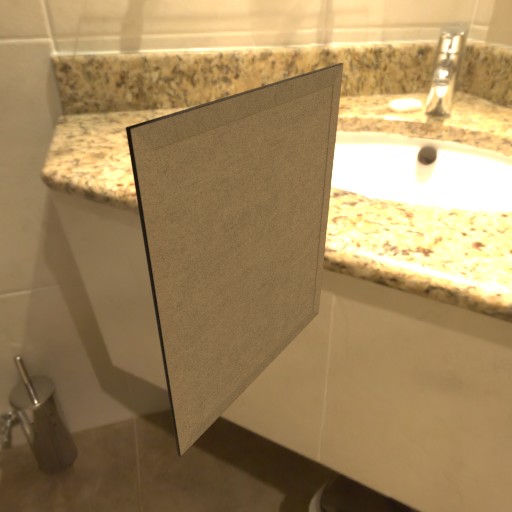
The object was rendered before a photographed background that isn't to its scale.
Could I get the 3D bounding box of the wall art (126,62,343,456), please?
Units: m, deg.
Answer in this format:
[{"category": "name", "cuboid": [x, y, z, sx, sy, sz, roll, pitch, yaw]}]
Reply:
[{"category": "wall art", "cuboid": [0.000, 0.000, 0.624, 0.023, 0.457, 0.381, 22, 39, 30]}]
